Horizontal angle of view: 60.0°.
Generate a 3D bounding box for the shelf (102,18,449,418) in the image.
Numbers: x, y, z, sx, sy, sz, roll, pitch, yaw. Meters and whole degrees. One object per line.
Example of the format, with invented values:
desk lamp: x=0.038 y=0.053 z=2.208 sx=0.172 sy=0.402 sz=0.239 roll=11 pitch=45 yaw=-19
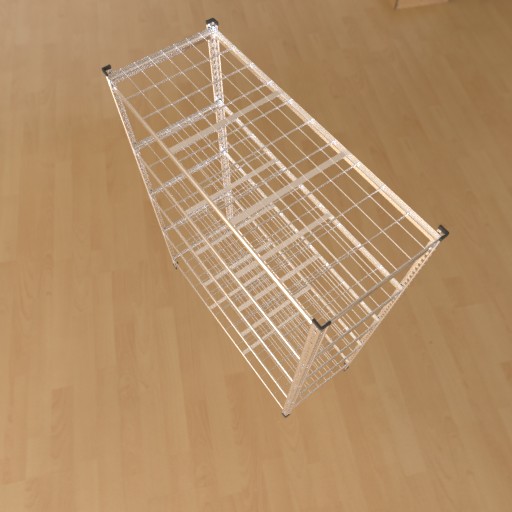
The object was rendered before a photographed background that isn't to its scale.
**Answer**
shelf: x=0.000 y=0.000 z=2.666 sx=0.610 sy=1.981 sz=1.524 roll=-33 pitch=67 yaw=-16
